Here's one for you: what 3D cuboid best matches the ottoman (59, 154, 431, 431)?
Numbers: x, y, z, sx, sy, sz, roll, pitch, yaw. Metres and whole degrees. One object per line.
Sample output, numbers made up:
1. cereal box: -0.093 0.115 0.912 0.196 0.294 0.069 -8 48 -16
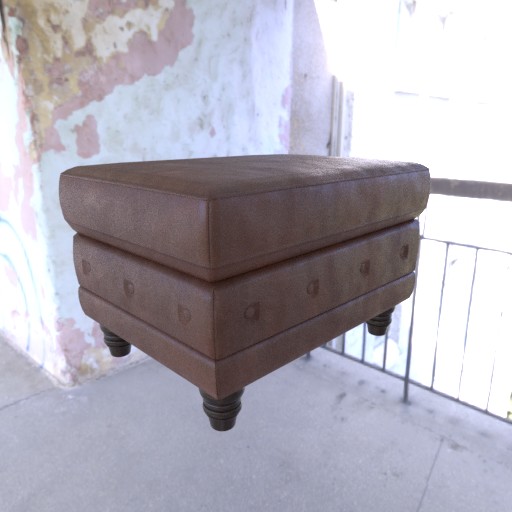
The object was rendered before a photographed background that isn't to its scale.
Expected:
1. ottoman: 0.000 0.000 1.196 0.795 0.509 0.588 -15 22 -43
